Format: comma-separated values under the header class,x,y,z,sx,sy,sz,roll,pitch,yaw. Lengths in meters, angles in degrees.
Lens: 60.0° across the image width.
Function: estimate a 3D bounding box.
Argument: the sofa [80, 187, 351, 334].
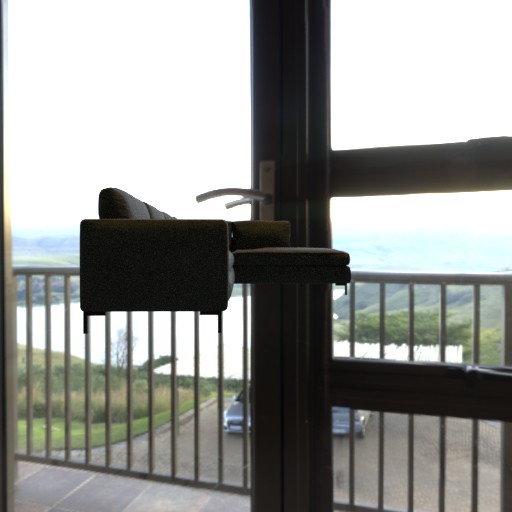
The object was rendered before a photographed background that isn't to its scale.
class,x,y,z,sx,sy,sz,roll,pitch,yaw
sofa,0.000,0.000,3.849,2.007,0.815,2.949,0,0,-2
